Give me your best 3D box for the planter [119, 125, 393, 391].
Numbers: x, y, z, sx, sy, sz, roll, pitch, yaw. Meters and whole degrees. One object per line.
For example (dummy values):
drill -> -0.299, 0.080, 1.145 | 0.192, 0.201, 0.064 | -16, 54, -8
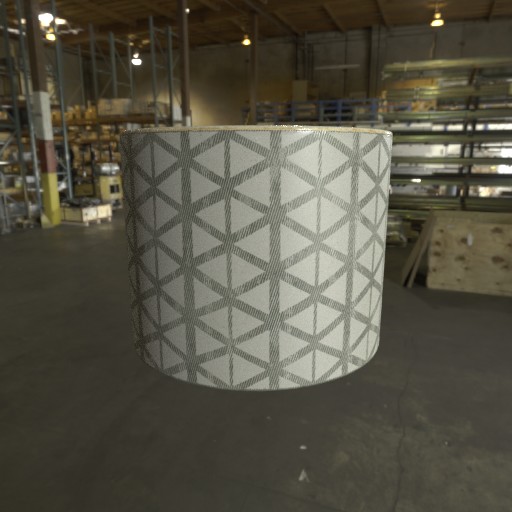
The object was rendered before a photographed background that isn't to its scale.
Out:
planter -> 0.000, 0.000, 0.341 | 0.190, 0.181, 0.190 | 0, 13, 0
